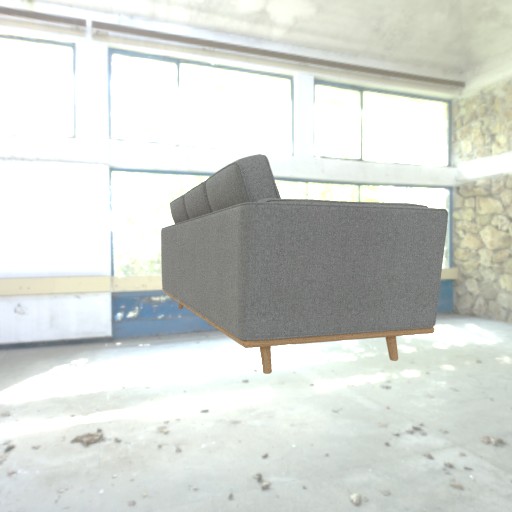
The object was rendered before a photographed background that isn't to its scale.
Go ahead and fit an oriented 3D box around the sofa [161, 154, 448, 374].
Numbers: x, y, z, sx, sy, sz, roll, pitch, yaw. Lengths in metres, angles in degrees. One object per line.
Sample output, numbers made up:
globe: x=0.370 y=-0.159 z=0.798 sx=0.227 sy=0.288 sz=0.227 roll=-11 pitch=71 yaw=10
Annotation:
sofa: x=0.000 y=0.000 z=2.798 sx=0.903 sy=0.899 sz=2.362 roll=0 pitch=1 yaw=-20
